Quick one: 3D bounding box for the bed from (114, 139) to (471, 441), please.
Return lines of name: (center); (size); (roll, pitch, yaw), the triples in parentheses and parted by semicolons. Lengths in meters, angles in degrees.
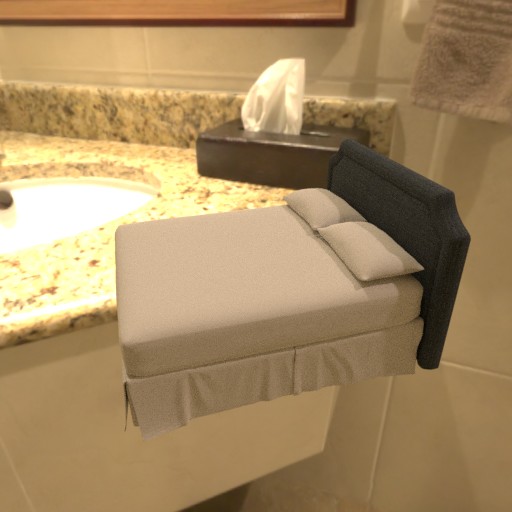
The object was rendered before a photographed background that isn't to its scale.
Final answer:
bed: (0.000, 0.000, 3.360); (2.208, 1.297, 1.828); (-8, 30, -14)
